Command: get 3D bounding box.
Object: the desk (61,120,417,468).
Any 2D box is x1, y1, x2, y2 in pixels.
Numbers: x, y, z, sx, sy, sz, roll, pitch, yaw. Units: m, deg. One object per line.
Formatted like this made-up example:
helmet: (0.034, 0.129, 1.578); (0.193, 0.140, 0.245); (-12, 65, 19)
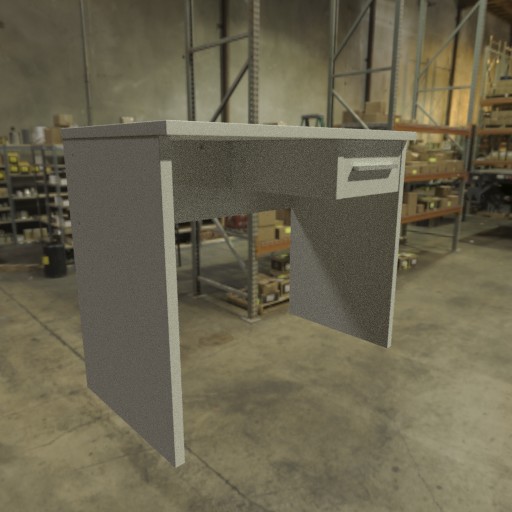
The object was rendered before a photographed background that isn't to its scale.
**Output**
desk: (0.000, 0.000, 1.338); (0.900, 0.729, 0.498); (-13, 19, -42)
